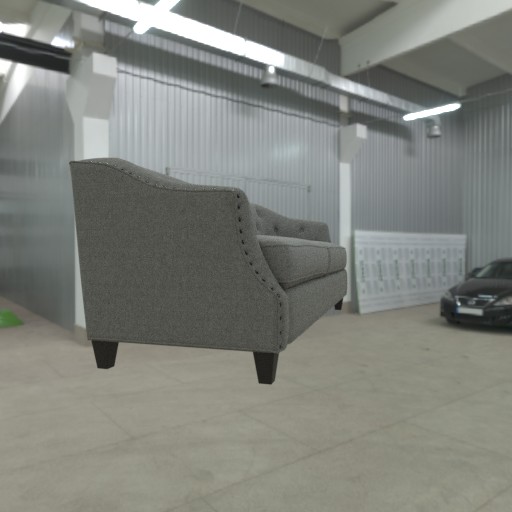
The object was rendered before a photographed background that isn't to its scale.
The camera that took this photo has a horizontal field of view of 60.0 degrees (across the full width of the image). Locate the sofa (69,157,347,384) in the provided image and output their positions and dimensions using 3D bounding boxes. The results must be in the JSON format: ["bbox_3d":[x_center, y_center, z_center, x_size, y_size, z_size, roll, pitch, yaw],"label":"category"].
[{"bbox_3d":[0.000,0.000,2.740,0.914,0.901,2.235,0,1,18],"label":"sofa"}]
